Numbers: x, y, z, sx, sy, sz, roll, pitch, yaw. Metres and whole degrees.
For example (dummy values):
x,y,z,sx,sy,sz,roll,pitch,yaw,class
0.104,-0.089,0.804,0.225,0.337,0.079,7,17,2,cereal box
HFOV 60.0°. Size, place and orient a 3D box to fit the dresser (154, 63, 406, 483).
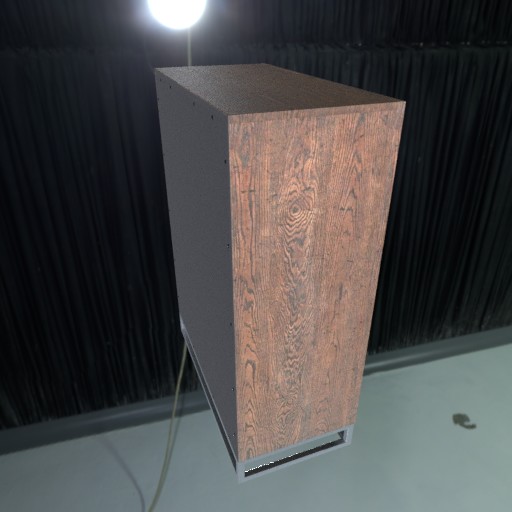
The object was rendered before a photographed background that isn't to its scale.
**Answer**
x,y,z,sx,sy,sz,roll,pitch,yaw,class
0.000,0.000,1.781,0.508,1.321,0.965,-11,31,-18,dresser
